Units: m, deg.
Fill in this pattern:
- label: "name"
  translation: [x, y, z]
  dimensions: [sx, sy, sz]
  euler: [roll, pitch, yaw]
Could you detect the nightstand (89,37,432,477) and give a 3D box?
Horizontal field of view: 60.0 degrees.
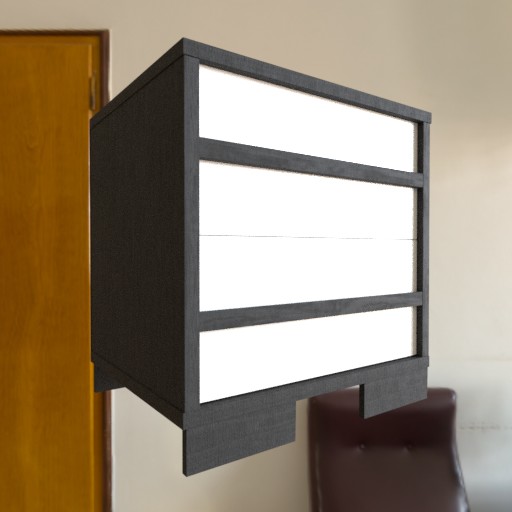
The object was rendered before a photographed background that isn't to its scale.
- label: "nightstand"
  translation: [0.000, 0.000, 0.713]
  dimensions: [0.427, 0.448, 0.347]
  euler: [-1, 1, -35]
